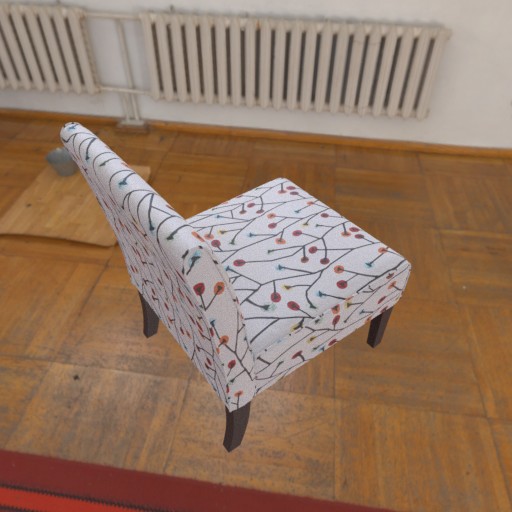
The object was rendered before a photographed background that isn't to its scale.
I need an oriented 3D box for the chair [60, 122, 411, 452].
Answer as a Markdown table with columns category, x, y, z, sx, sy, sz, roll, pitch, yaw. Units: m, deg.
| category | x | y | z | sx | sy | sz | roll | pitch | yaw |
| --- | --- | --- | --- | --- | --- | --- | --- | --- | --- |
| chair | 0.000 | 0.000 | 1.299 | 0.732 | 0.813 | 0.597 | -27 | 49 | -27 |
